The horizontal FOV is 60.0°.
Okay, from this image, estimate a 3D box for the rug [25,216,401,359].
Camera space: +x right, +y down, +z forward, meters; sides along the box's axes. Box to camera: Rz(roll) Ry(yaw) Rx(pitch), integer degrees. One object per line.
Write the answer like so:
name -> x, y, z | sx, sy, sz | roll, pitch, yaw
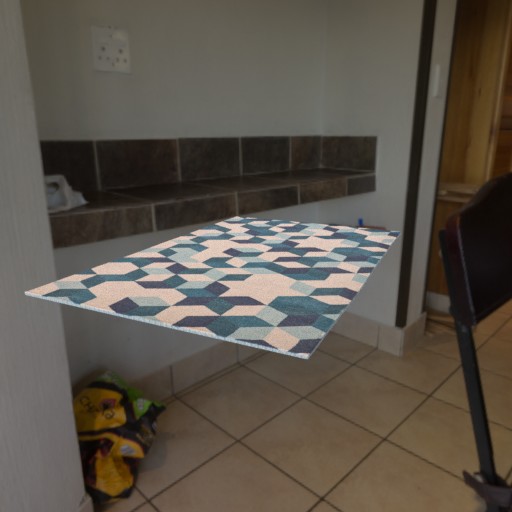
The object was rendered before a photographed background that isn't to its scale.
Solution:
rug -> 0.000, 0.000, 2.344 | 1.235, 0.014, 1.829 | 8, 18, 25
